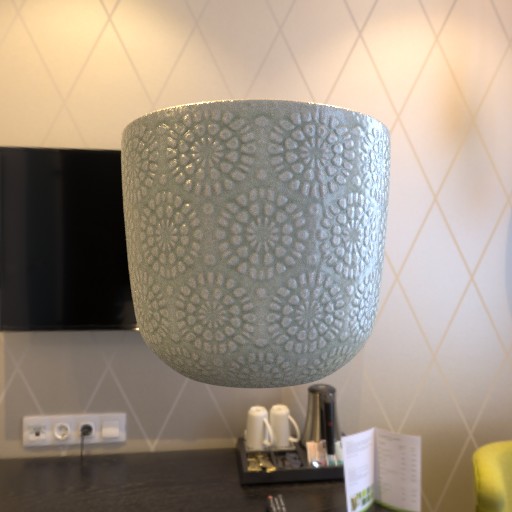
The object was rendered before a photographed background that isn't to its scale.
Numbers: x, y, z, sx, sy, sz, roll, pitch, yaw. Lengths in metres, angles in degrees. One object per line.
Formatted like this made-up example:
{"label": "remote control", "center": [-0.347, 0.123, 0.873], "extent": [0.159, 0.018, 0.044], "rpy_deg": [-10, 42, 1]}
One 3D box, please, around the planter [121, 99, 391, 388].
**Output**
{"label": "planter", "center": [0.000, 0.000, 0.213], "extent": [0.124, 0.109, 0.124], "rpy_deg": [0, 0, 0]}
